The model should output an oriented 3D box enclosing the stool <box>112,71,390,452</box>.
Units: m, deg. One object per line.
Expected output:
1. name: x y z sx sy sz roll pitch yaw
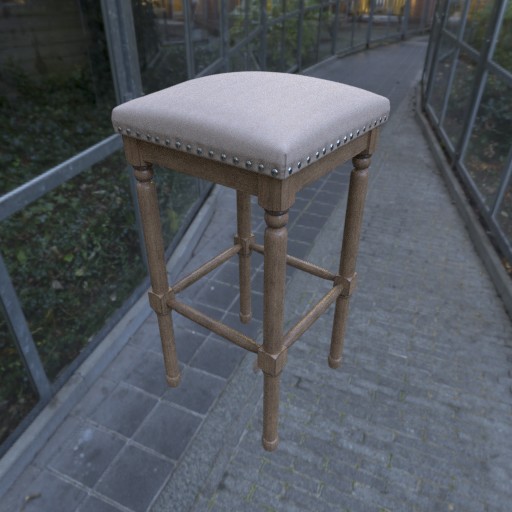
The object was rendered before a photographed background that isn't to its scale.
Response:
1. stool: 0.000 0.000 1.012 0.383 0.768 0.382 22 39 30
